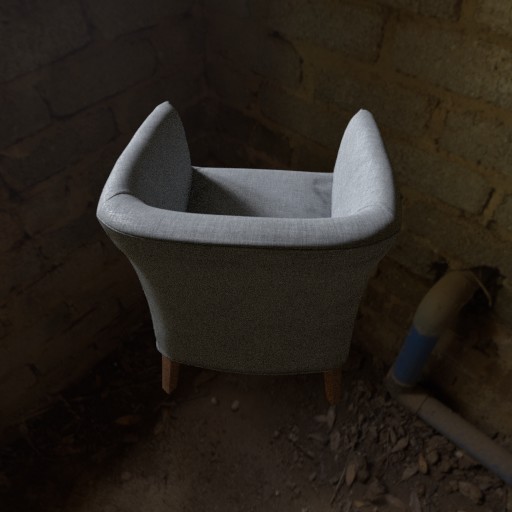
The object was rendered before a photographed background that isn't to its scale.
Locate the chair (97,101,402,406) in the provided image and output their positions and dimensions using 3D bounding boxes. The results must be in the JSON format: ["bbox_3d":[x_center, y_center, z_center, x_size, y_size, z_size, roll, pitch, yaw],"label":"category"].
[{"bbox_3d":[0.000,0.000,1.212,0.600,0.771,0.668,3,47,3],"label":"chair"}]
